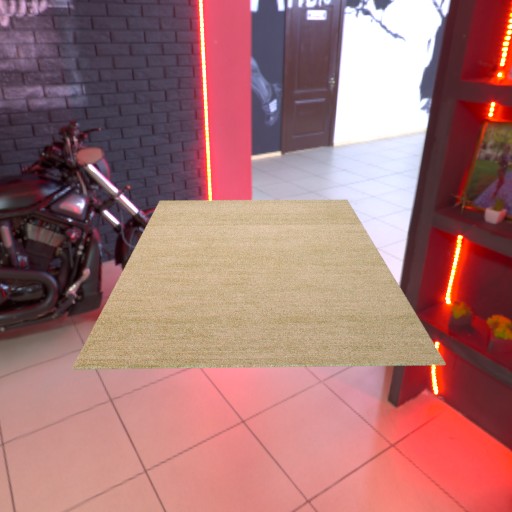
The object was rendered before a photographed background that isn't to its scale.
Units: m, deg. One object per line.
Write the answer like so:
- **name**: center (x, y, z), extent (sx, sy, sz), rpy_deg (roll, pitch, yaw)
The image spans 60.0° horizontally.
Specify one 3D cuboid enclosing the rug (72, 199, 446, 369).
- **rug**: center (0.000, 0.000, 4.300), extent (2.425, 0.016, 3.198), rpy_deg (0, 27, -1)
